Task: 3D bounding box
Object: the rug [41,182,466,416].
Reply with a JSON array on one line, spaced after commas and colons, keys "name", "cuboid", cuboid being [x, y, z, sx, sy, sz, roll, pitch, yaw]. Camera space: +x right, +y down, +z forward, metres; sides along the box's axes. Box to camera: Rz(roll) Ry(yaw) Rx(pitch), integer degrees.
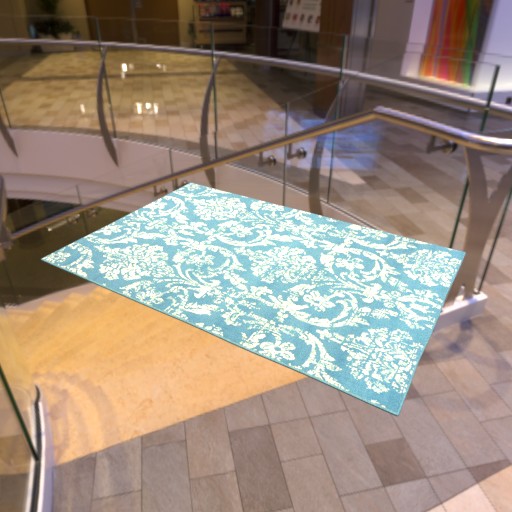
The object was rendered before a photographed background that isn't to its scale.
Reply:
[{"name": "rug", "cuboid": [0.000, 0.000, 2.287, 1.833, 0.012, 1.211, 18, 36, 27]}]
